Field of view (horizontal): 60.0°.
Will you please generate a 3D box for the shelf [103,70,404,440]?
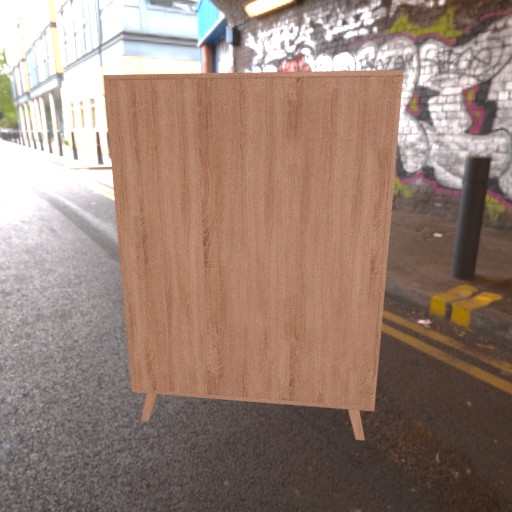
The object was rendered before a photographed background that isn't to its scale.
[{"bbox_3d":[0.000,0.000,1.869,1.000,1.390,0.450,2,16,7],"label":"shelf"}]
